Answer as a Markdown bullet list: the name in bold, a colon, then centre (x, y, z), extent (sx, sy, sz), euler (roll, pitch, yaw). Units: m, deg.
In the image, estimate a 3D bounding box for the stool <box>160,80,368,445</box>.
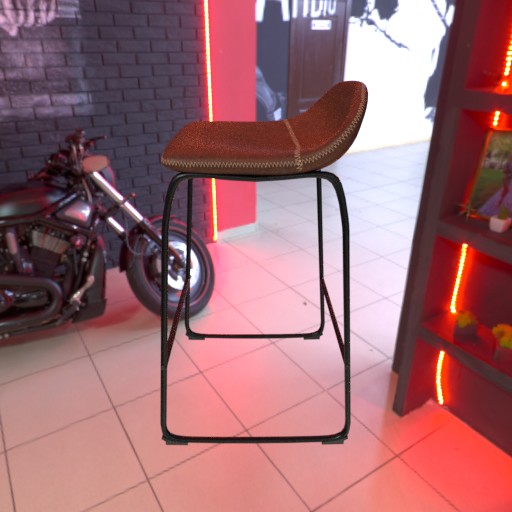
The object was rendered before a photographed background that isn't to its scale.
- **stool**: centre (0.000, 0.000, 1.132), extent (0.473, 0.830, 0.454), euler (0, 26, 0)
